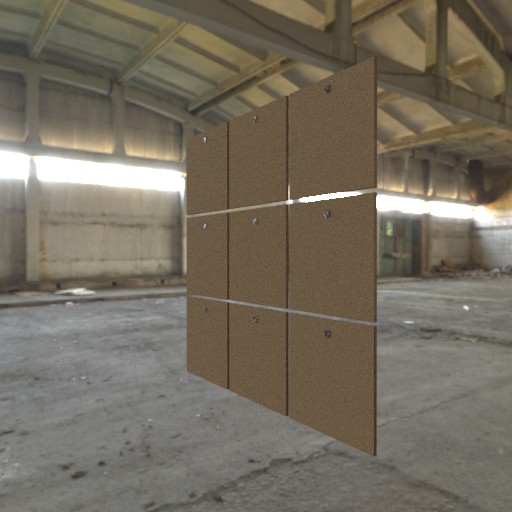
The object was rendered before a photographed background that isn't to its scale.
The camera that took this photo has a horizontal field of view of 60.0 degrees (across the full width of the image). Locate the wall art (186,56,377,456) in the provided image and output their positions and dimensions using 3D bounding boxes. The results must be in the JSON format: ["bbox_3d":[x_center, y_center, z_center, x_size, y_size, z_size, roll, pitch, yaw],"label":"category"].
[{"bbox_3d":[0.000,0.000,1.841,0.019,1.218,1.221,0,0,-36],"label":"wall art"}]
